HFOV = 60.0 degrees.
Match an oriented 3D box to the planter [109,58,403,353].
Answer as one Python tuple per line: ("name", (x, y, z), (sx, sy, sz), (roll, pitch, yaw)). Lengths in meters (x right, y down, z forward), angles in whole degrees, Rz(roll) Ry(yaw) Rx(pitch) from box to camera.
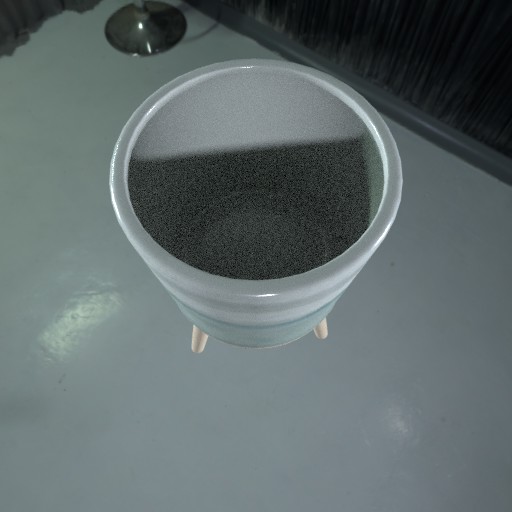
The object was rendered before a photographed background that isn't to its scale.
("planter", (0.000, 0.000, 0.582), (0.265, 0.404, 0.265), (34, 69, 15))
